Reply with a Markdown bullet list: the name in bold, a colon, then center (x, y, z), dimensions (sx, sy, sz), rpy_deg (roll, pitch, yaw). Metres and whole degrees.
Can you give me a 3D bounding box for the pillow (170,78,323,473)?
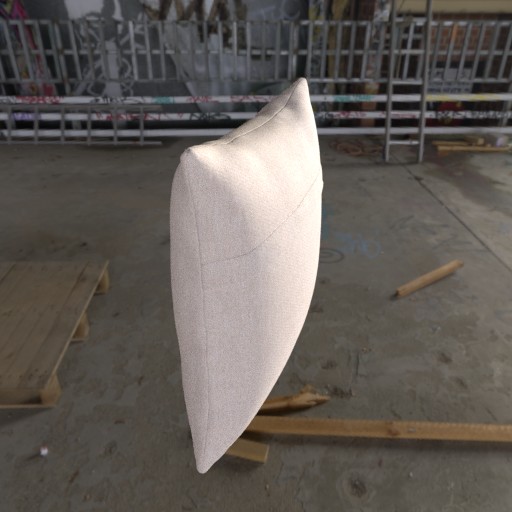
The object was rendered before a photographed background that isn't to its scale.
- **pillow**: center (0.000, 0.000, 0.651), dimensions (0.173, 0.436, 0.433), rpy_deg (9, 31, 16)
